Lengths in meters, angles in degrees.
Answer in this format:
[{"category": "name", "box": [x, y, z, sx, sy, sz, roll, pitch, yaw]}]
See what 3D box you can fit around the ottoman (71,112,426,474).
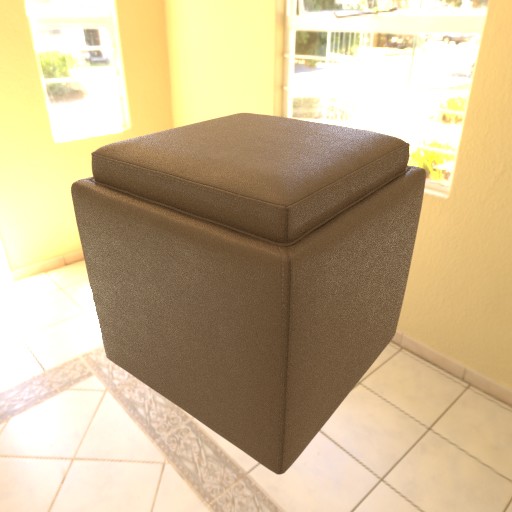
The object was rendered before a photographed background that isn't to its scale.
[{"category": "ottoman", "box": [0.000, 0.000, 0.827, 0.451, 0.460, 0.450, 20, 34, 33]}]
